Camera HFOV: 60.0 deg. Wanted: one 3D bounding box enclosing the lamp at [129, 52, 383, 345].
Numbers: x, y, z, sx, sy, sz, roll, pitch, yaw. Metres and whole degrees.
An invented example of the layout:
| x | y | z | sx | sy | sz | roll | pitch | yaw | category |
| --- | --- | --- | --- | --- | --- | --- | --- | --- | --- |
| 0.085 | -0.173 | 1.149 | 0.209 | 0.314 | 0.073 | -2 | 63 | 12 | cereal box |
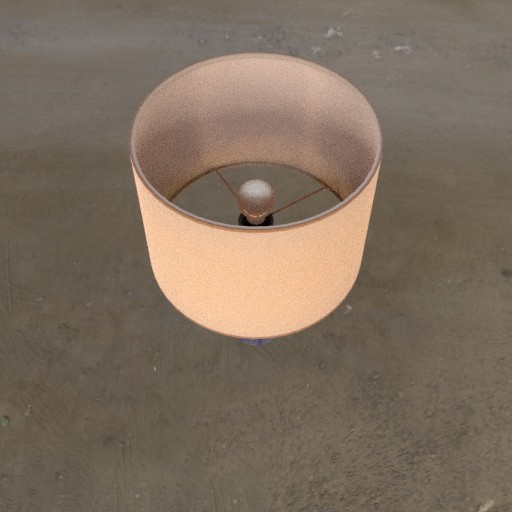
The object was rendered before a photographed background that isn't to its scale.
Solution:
| x | y | z | sx | sy | sz | roll | pitch | yaw | category |
| --- | --- | --- | --- | --- | --- | --- | --- | --- | --- |
| 0.000 | 0.000 | 0.819 | 0.367 | 0.609 | 0.367 | 0 | 58 | 0 | lamp |
